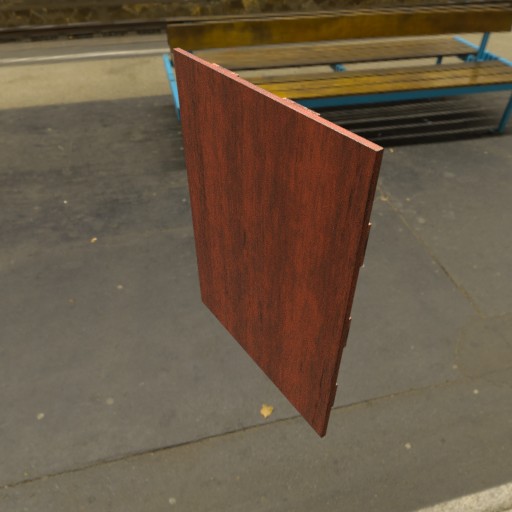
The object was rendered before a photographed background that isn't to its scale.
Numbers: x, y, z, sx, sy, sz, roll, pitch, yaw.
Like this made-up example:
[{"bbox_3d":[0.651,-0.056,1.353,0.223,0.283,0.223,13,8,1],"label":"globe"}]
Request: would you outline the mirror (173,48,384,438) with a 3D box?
[{"bbox_3d":[0.000,0.000,1.064,0.021,0.805,0.600,-25,46,-27],"label":"mirror"}]
